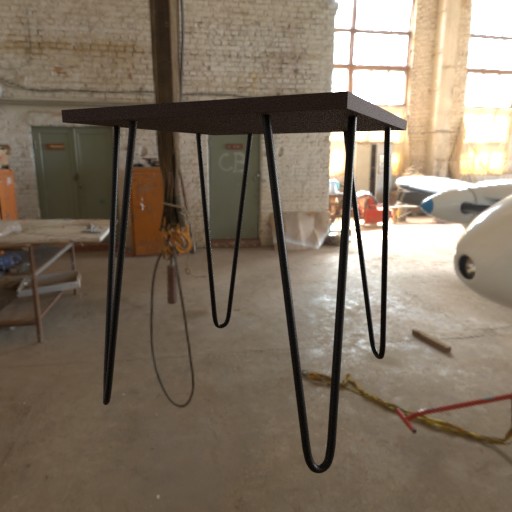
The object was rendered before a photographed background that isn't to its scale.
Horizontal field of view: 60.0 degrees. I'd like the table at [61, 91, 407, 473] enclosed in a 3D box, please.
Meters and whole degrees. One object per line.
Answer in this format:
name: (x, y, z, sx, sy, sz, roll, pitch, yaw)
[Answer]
table: (0.000, 0.000, 0.924, 0.495, 0.559, 0.495, 6, 14, 26)
